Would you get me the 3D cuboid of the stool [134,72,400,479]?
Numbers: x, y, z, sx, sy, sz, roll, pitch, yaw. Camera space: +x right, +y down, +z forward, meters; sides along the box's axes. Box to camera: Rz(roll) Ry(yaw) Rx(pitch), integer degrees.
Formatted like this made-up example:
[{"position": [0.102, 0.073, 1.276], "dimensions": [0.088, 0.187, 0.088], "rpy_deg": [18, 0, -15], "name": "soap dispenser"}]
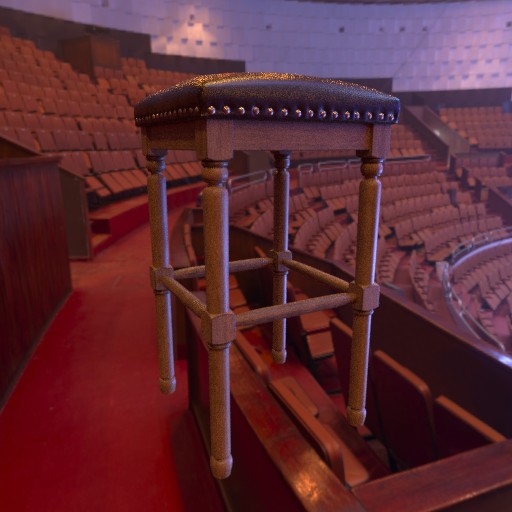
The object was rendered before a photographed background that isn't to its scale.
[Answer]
[{"position": [0.000, 0.000, 0.925], "dimensions": [0.383, 0.702, 0.382], "rpy_deg": [-8, 16, -28], "name": "stool"}]
